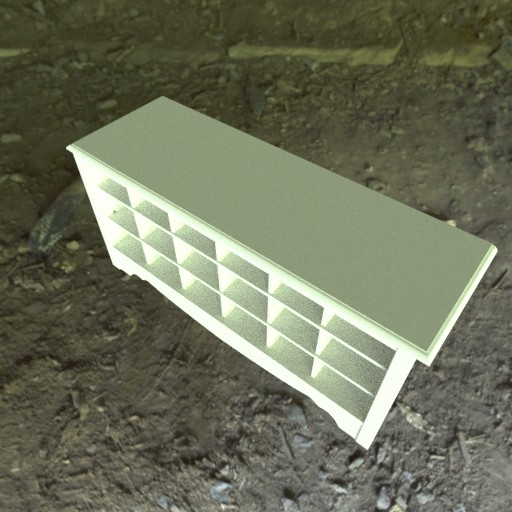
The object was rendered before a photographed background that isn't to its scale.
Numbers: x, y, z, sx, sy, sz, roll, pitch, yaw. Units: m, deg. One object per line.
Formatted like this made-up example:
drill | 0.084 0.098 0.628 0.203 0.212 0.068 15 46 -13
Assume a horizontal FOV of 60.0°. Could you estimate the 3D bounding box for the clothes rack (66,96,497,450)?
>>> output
clothes rack | 0.000 0.000 1.449 1.218 0.558 0.405 31 55 25
